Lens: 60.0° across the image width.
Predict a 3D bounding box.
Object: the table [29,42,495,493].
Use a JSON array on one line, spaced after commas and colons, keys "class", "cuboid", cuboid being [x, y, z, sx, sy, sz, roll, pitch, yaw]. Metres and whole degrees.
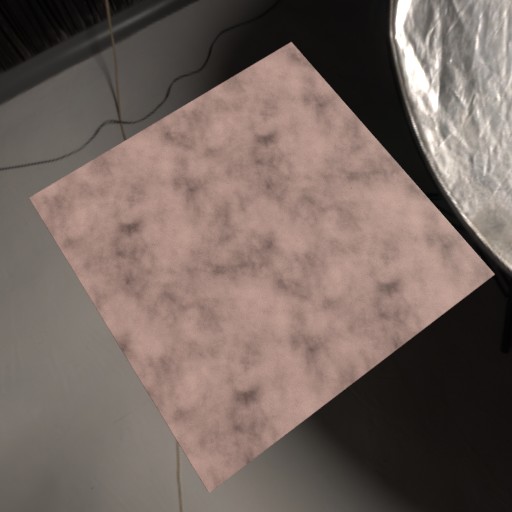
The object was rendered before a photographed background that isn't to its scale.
[{"class": "table", "cuboid": [0.000, 0.000, 1.034, 0.670, 0.305, 0.670, -34, 77, -9]}]
